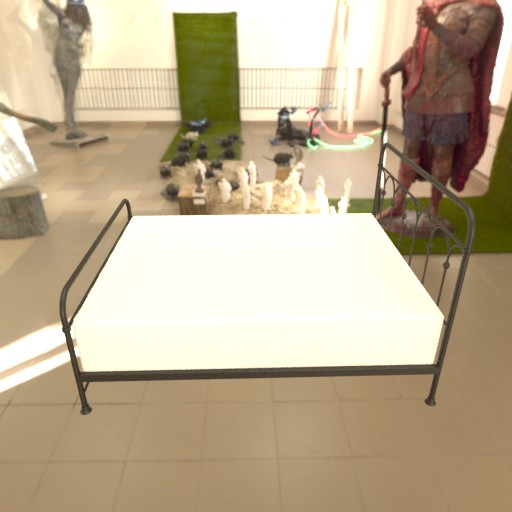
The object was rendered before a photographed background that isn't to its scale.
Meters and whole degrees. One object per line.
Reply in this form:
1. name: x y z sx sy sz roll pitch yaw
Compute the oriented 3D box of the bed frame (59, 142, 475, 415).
1. bed frame: 0.000 0.000 3.163 2.203 1.276 1.664 -1 27 -2
